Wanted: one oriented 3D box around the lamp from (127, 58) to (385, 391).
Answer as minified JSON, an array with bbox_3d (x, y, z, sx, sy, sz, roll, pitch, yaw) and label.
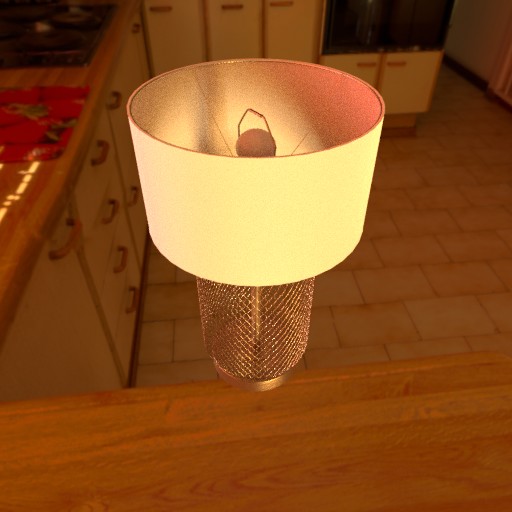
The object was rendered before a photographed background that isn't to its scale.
[{"bbox_3d":[0.000,0.000,0.804,0.353,0.578,0.353,0,40,0],"label":"lamp"}]
